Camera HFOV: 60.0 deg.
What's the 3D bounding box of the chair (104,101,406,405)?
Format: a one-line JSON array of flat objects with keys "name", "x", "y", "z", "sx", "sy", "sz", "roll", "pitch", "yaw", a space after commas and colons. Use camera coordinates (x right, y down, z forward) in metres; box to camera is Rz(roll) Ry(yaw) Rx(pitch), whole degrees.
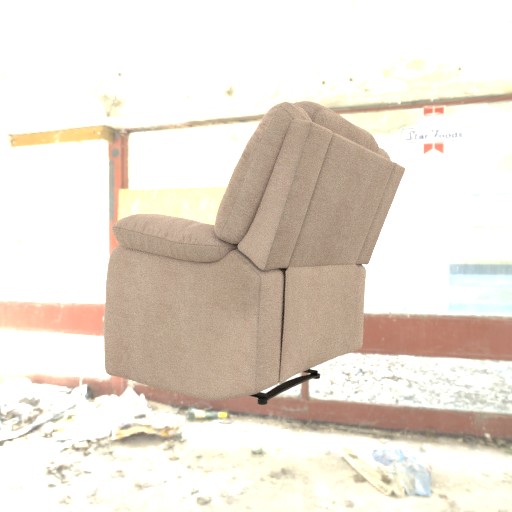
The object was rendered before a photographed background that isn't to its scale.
[{"name": "chair", "x": 0.000, "y": 0.000, "z": 1.769, "sx": 0.944, "sy": 1.008, "sz": 0.899, "roll": 0, "pitch": 0, "yaw": 36}]
